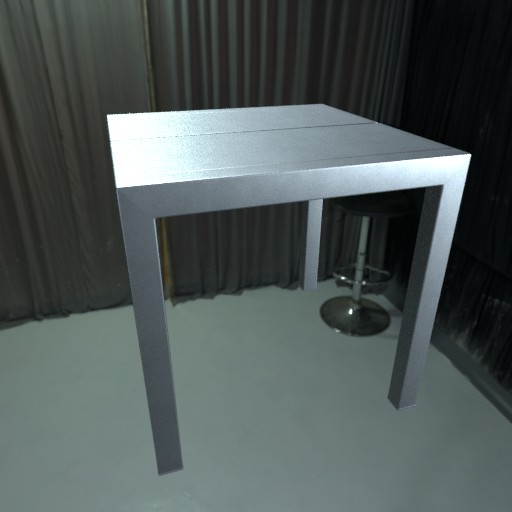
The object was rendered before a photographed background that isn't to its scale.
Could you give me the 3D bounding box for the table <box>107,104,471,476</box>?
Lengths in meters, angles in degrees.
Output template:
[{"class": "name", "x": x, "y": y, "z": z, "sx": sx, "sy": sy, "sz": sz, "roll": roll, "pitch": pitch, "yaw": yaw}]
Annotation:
[{"class": "table", "x": 0.000, "y": 0.000, "z": 0.915, "sx": 0.508, "sy": 0.508, "sz": 0.508, "roll": -8, "pitch": 28, "yaw": -16}]
